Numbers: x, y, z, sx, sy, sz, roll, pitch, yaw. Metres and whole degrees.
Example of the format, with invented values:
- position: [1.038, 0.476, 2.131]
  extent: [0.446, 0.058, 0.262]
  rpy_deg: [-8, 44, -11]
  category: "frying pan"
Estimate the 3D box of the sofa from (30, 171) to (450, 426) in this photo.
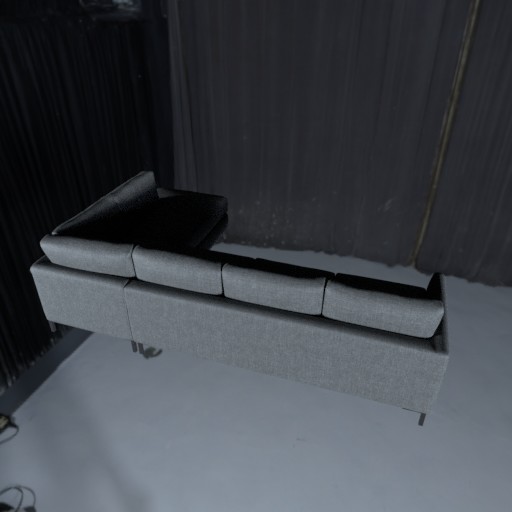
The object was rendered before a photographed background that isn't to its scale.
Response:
- position: [0.000, 0.000, 3.769]
  extent: [2.972, 0.858, 1.984]
  rpy_deg: [10, 33, 16]
  category: "sofa"
